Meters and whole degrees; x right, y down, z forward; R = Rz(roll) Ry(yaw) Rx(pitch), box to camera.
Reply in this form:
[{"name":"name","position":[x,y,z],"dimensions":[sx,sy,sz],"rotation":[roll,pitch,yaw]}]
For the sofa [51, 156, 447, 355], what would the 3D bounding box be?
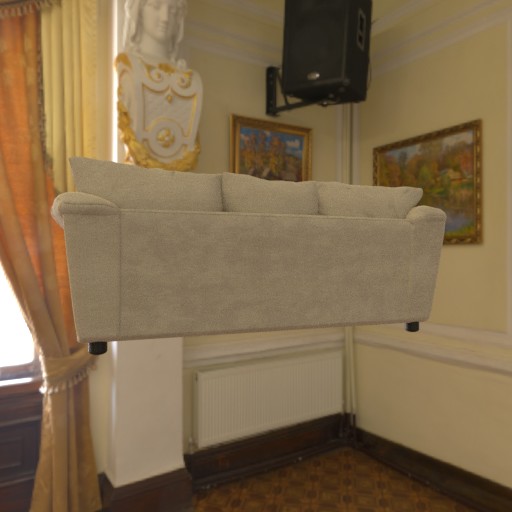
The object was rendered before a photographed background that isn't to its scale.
[{"name":"sofa","position":[0.000,0.000,2.798],"dimensions":[2.377,0.981,0.893],"rotation":[0,0,-20]}]
